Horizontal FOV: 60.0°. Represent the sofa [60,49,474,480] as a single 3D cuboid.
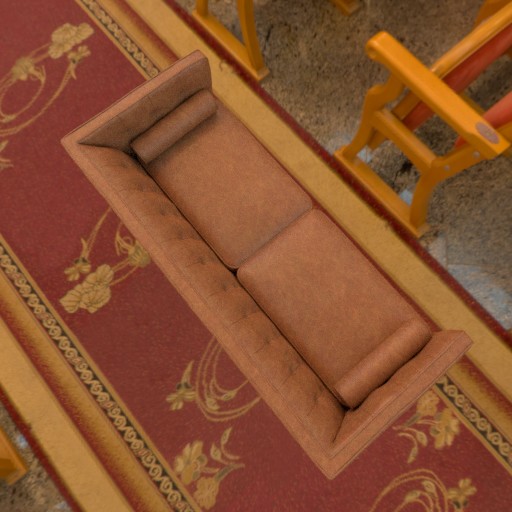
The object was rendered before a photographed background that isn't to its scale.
[{"bbox_3d":[0.000,0.000,2.490,0.912,0.798,2.079,-39,78,-9],"label":"sofa"}]
